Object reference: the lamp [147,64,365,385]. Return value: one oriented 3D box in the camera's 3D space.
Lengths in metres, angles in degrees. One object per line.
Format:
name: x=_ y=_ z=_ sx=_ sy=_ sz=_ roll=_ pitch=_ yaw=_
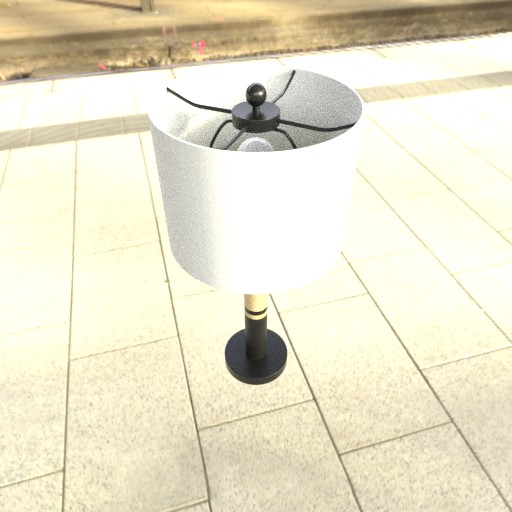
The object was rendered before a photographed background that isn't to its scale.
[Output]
lamp: x=0.000 y=0.000 z=0.827 sx=0.305 sy=0.640 sz=0.305 roll=-12 pitch=43 yaw=-13
